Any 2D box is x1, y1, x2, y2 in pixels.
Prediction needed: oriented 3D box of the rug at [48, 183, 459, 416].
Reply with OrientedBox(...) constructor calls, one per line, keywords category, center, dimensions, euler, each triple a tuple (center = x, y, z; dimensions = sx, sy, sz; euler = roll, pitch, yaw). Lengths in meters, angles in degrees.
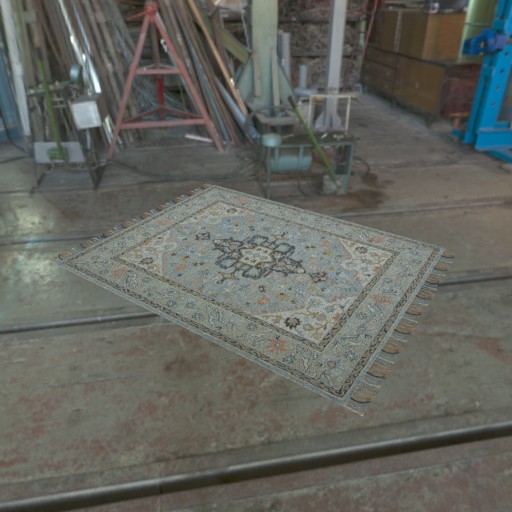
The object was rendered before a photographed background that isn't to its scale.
OrientedBox(category="rug", center=(0.000, 0.000, 4.290), dimensions=(3.221, 0.011, 2.379), euler=(19, 36, 29))
